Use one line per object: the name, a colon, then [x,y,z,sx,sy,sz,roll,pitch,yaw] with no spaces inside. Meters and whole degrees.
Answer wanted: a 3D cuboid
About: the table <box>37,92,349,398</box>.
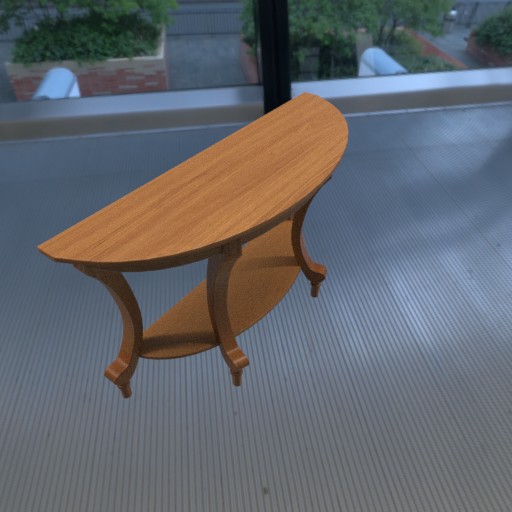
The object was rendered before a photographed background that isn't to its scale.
table: [0.000,0.000,1.540,0.394,0.692,1.198,26,47,27]
